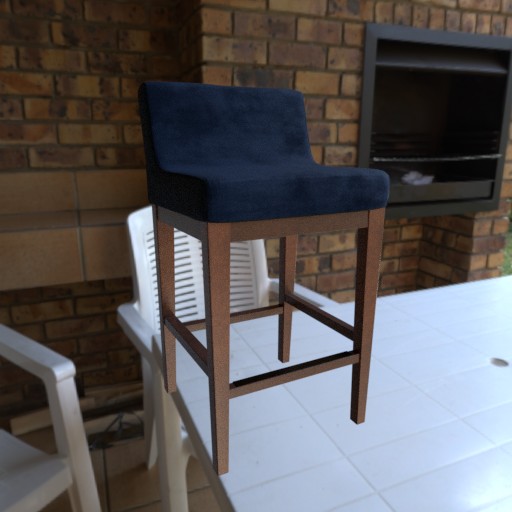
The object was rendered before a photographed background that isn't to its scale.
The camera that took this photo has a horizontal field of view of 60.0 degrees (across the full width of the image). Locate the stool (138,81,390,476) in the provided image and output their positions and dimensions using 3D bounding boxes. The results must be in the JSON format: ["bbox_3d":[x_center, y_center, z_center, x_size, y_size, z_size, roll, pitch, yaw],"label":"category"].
[{"bbox_3d":[0.000,0.000,1.252,0.511,0.945,0.516,-8,16,-27],"label":"stool"}]
